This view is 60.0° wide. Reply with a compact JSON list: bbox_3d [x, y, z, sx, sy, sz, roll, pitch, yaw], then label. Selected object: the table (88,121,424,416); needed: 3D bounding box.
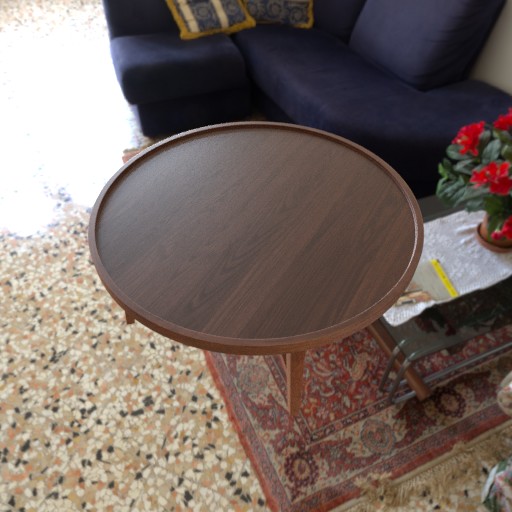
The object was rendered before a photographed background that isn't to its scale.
[{"bbox_3d":[0.000,0.000,1.220,0.800,0.360,0.800,0,47,0],"label":"table"}]
